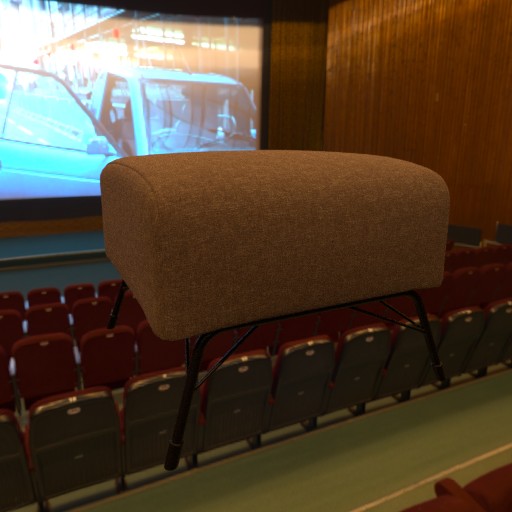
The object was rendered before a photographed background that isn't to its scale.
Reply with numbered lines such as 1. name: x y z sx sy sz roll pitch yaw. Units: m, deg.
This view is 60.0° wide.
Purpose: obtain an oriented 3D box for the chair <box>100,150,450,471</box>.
1. chair: 0.000 0.000 0.881 0.530 0.410 0.530 -7 16 -25
